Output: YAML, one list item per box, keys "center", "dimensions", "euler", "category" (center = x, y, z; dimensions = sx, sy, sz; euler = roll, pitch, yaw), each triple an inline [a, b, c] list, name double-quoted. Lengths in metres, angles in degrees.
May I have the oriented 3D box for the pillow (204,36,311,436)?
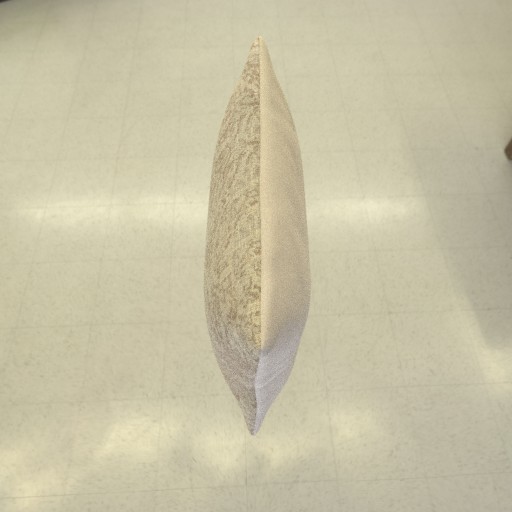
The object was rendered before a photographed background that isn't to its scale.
- center: [0.000, 0.000, 0.784]
  dimensions: [0.166, 0.510, 0.523]
  euler: [0, 59, 0]
  category: "pillow"
